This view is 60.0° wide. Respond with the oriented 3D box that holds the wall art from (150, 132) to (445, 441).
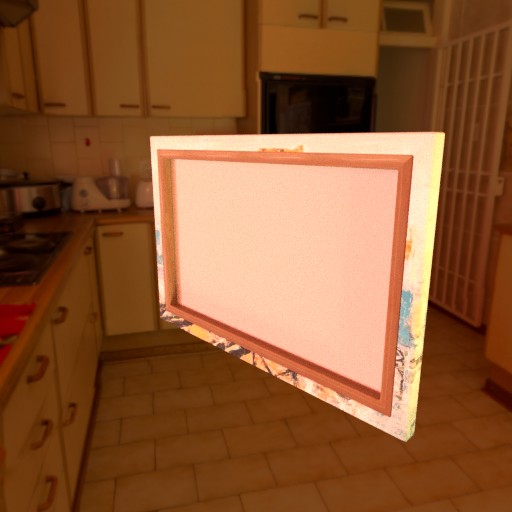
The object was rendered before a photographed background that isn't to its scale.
[{"bbox_3d":[0.000,0.000,1.155,0.038,0.609,0.913,-14,20,-42],"label":"wall art"}]
